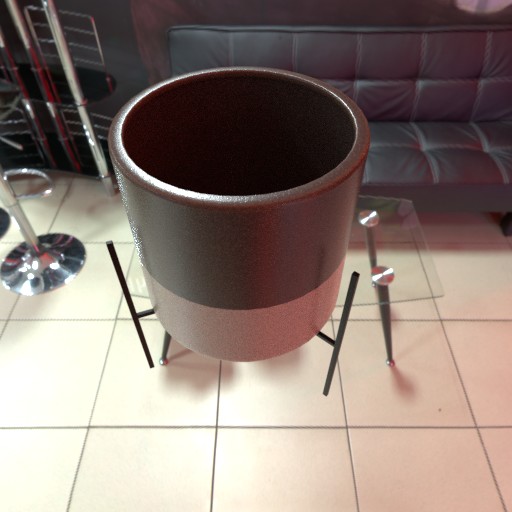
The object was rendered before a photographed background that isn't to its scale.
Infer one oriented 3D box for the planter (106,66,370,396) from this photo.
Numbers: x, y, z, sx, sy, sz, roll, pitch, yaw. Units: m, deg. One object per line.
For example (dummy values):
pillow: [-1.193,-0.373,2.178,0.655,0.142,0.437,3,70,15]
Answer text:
planter: [0.000,0.000,0.526,0.260,0.353,0.250,25,52,22]
